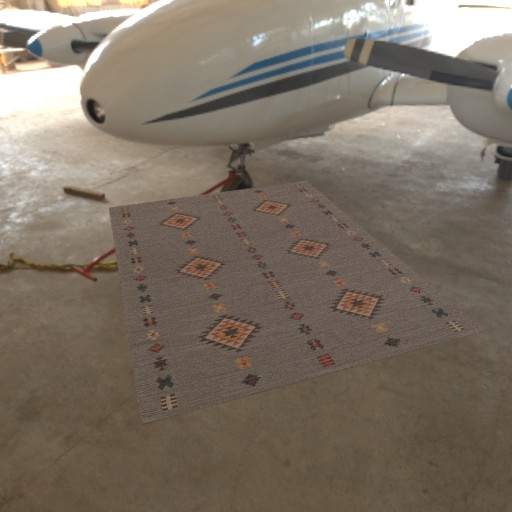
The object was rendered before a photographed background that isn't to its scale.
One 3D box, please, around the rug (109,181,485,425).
[{"bbox_3d":[0.000,0.000,4.060,2.425,0.008,3.035,-10,33,-16],"label":"rug"}]
